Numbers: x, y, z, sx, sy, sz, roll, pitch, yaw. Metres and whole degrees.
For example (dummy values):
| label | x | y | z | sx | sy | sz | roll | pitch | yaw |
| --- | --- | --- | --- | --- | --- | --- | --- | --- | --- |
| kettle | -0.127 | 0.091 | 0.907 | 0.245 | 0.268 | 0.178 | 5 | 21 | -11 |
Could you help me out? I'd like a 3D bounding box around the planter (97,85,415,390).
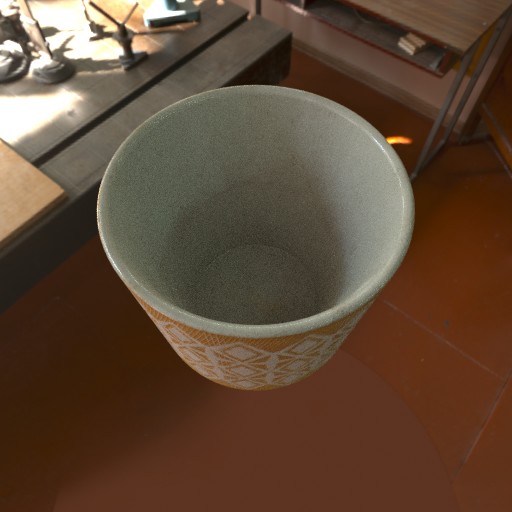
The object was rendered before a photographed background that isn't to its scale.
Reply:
| label | x | y | z | sx | sy | sz | roll | pitch | yaw |
| --- | --- | --- | --- | --- | --- | --- | --- | --- | --- |
| planter | 0.000 | 0.000 | 0.343 | 0.193 | 0.165 | 0.193 | 0 | 59 | 0 |
